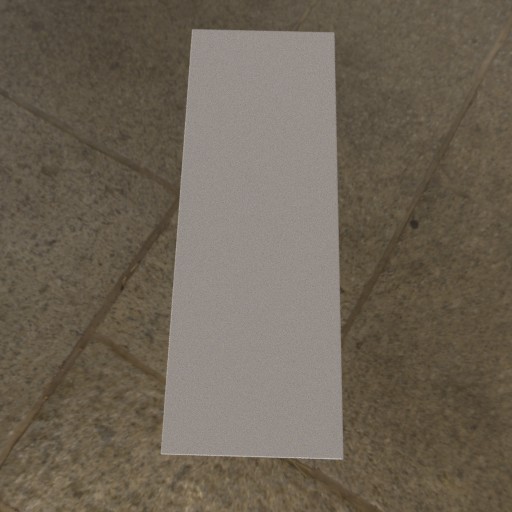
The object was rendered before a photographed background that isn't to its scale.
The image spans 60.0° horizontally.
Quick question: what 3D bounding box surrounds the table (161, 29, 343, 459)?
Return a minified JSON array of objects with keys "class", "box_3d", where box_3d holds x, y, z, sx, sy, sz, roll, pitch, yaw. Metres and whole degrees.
[{"class":"table","box_3d":[0.000,0.000,1.432,0.397,0.753,1.068,1,76,0]}]
